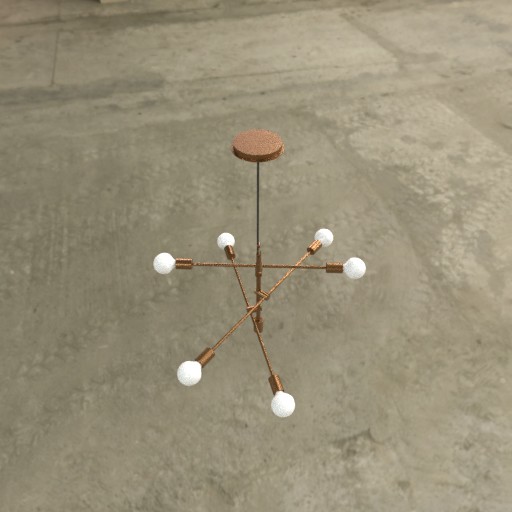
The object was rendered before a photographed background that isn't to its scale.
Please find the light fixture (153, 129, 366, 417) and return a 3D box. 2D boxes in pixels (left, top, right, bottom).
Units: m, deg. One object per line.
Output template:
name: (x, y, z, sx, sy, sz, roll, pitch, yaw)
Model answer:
light fixture: (0.000, 0.000, 1.268, 0.637, 0.744, 0.682, 9, 46, 9)
